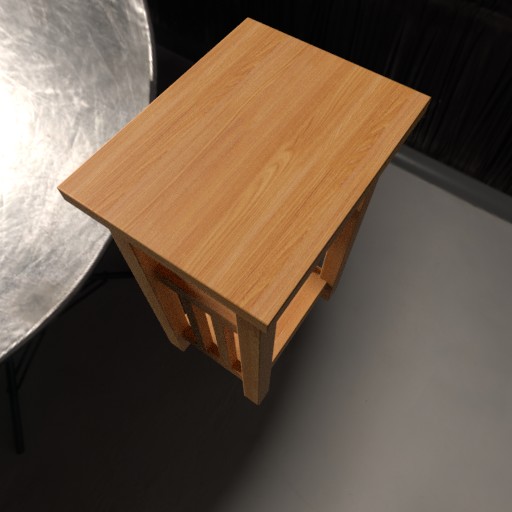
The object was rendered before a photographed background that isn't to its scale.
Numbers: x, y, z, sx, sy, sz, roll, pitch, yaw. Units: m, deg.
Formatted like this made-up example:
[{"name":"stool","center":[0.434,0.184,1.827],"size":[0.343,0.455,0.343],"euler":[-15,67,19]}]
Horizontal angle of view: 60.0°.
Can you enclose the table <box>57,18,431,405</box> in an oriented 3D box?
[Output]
[{"name":"table","center":[0.000,0.000,0.739],"size":[0.270,0.550,0.350],"euler":[31,66,16]}]
